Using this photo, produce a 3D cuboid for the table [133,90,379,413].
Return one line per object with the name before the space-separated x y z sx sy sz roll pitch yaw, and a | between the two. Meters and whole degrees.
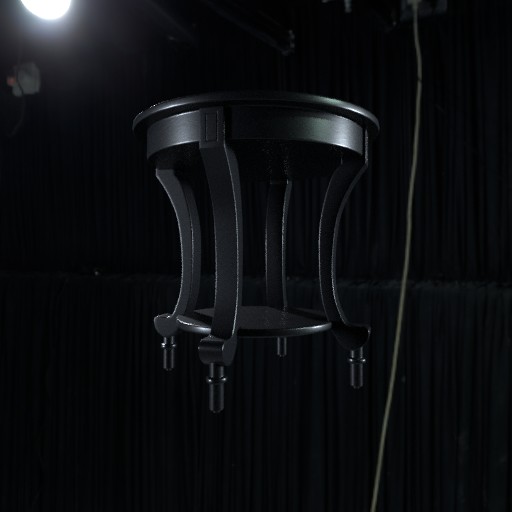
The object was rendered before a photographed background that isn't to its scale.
table | 0.000 0.000 1.117 0.597 0.618 0.597 0 1 0
